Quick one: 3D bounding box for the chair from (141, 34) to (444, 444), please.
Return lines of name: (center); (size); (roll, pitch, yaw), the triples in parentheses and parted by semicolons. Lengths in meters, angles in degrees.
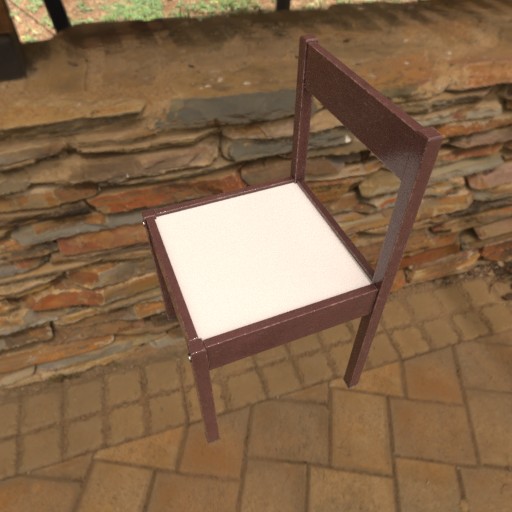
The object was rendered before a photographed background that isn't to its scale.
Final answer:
chair: (0.000, 0.000, 0.668); (0.285, 0.505, 0.285); (-16, 49, -15)
